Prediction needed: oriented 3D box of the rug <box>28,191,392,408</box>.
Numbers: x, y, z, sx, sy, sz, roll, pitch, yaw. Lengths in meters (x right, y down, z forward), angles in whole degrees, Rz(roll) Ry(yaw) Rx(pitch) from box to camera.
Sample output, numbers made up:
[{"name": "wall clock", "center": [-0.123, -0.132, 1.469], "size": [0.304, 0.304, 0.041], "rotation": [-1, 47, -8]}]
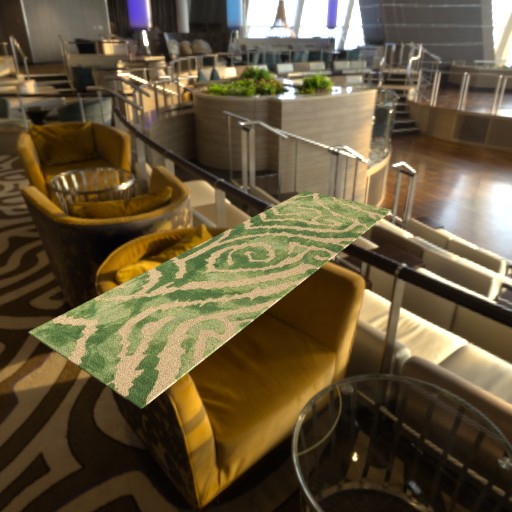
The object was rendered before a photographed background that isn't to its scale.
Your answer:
[{"name": "rug", "center": [0.000, 0.000, 2.672], "size": [0.761, 0.006, 2.438], "rotation": [18, 32, 32]}]
